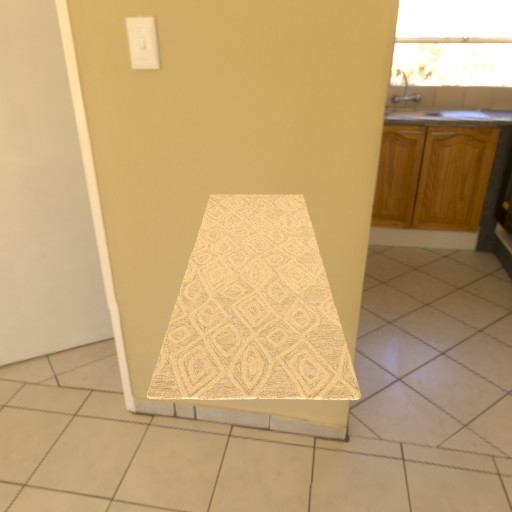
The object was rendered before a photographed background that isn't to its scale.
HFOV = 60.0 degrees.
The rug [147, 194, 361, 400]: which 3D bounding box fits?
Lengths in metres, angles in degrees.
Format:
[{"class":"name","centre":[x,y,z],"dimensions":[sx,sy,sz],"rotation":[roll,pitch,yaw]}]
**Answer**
[{"class":"rug","centre":[0.000,0.000,2.734],"dimensions":[0.807,0.013,2.436],"rotation":[0,26,0]}]
